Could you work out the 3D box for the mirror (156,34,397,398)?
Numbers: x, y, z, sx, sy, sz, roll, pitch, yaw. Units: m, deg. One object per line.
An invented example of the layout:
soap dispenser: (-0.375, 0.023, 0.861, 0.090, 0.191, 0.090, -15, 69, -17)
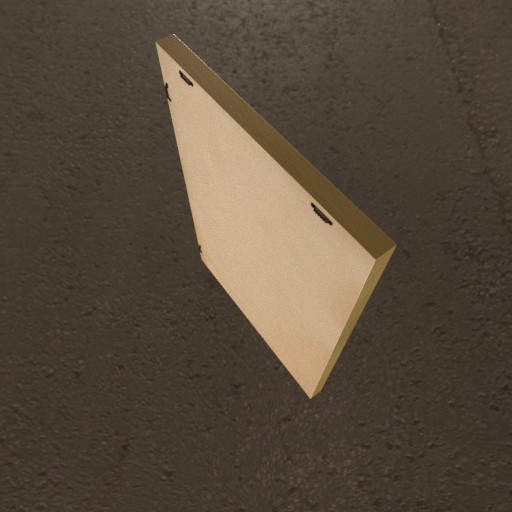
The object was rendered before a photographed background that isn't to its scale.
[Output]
mirror: (0.000, 0.000, 0.926, 0.040, 0.710, 0.507, -33, 65, -17)
